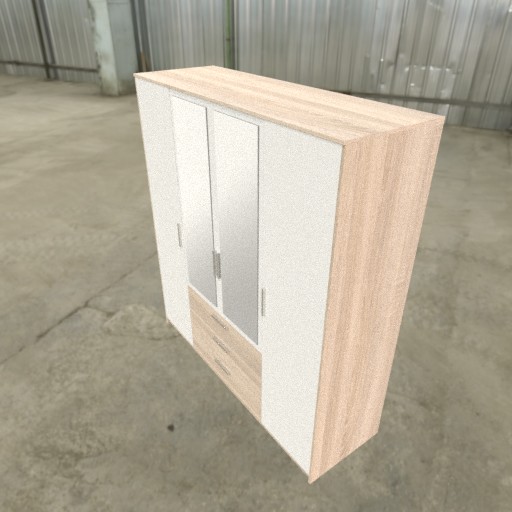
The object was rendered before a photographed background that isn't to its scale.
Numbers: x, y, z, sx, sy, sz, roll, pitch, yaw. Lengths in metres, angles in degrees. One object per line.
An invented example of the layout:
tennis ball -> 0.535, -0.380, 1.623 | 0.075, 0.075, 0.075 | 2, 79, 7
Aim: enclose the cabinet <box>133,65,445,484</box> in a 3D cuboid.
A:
cabinet -> 0.000, 0.000, 2.900 | 0.620, 2.060, 1.870 | -21, 37, -31
